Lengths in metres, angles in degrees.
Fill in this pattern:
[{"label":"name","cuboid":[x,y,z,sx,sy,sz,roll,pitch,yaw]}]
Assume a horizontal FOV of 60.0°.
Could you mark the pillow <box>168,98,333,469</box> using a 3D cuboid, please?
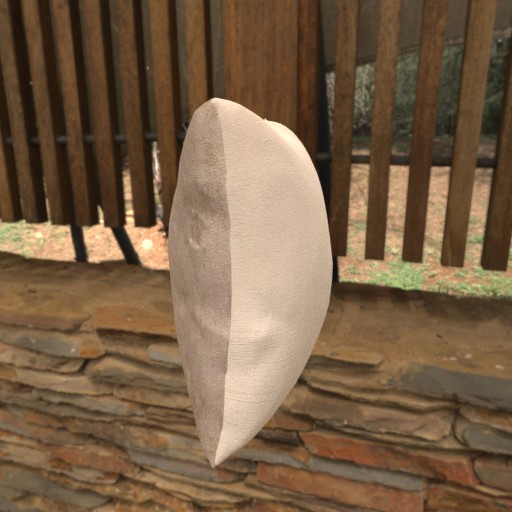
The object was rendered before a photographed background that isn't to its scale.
[{"label":"pillow","cuboid":[0.000,0.000,0.715,0.245,0.448,0.450,3,15,10]}]
